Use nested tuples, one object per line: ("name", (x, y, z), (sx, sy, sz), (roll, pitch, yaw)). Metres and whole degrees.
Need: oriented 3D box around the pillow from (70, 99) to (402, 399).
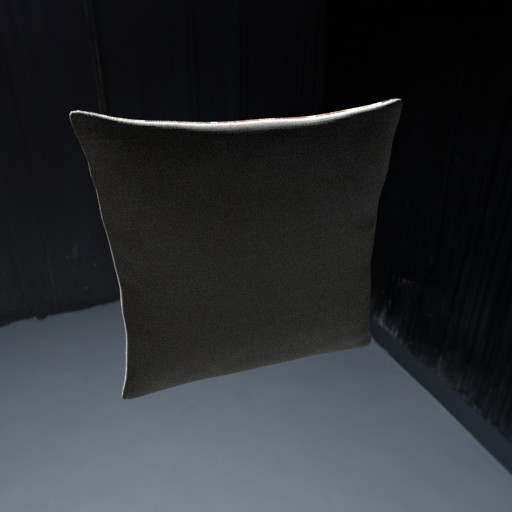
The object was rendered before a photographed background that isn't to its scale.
("pillow", (0.000, 0.000, 0.772), (0.523, 0.506, 0.166), (-8, 27, -17))
